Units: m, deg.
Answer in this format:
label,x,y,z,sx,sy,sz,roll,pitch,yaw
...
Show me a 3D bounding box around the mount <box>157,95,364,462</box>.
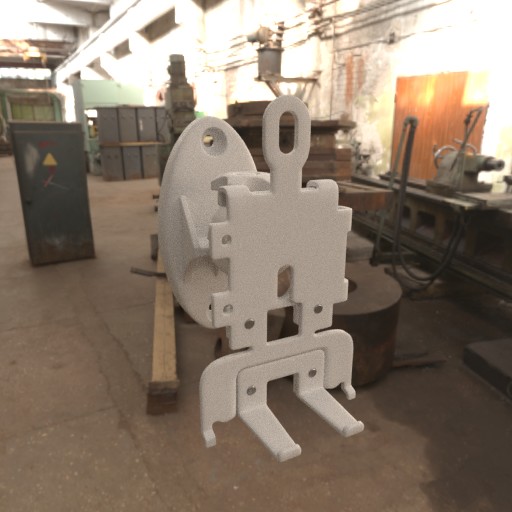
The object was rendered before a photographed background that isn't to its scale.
label,x,y,z,sx,sy,sz,roll,pitch,yaw
mount,0.000,0.000,0.176,0.066,0.118,0.100,-8,18,-26
